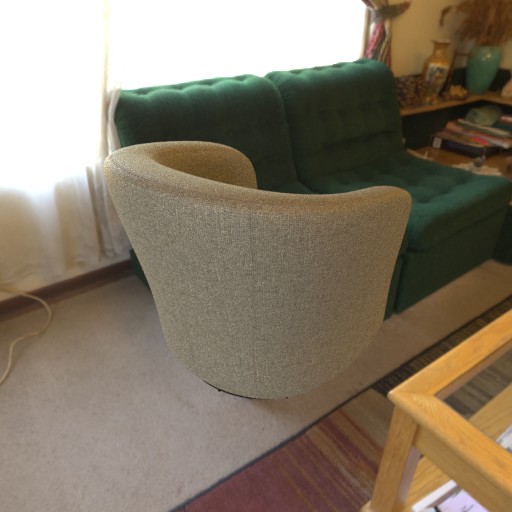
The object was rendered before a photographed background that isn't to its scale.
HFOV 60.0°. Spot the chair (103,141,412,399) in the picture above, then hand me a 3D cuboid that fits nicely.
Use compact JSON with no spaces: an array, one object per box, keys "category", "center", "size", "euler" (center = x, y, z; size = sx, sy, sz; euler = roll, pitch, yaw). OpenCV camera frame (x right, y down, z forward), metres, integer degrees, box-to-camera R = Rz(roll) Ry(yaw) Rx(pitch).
[{"category":"chair","center":[0.000,0.000,1.449],"size":[0.791,0.771,0.815],"euler":[22,37,31]}]
